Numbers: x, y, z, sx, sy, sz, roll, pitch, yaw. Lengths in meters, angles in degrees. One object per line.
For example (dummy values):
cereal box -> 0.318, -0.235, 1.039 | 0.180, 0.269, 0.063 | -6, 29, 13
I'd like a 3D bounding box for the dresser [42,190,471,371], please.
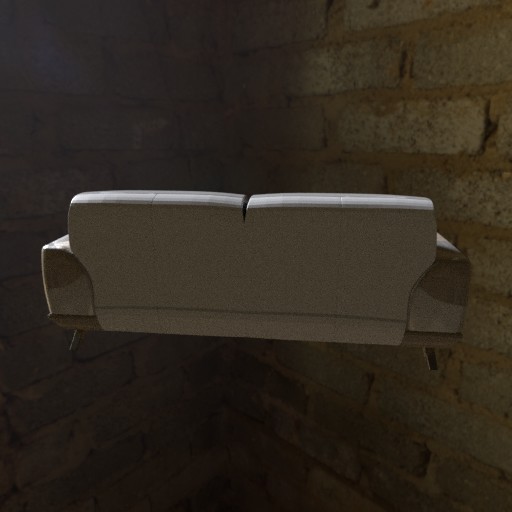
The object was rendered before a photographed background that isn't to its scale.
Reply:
dresser -> 0.000, 0.000, 5.814 | 4.679, 1.863, 2.251 | 2, 16, 6
